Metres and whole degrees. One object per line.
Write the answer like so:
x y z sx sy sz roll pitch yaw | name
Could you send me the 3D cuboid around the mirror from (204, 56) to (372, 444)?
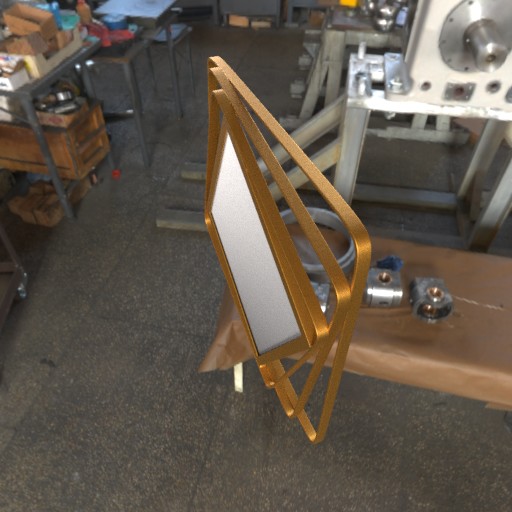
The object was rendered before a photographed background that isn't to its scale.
0.000 0.000 0.698 0.045 0.468 0.470 -16 47 -15 | mirror
